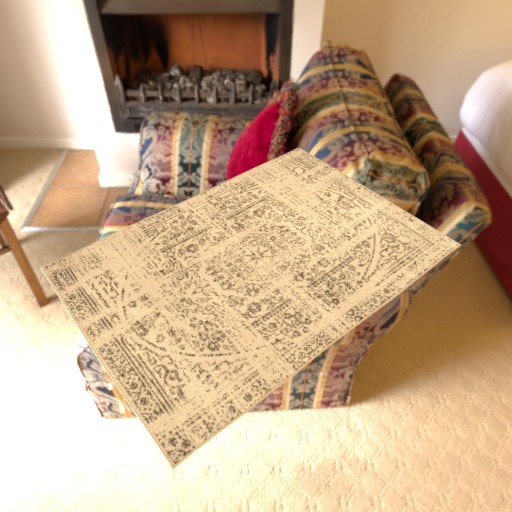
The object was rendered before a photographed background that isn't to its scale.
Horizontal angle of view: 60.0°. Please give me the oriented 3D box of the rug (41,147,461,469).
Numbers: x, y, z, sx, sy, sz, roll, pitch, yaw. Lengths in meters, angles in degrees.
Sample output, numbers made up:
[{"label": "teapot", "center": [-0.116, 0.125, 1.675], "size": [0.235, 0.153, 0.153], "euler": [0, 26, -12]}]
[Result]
[{"label": "rug", "center": [0.000, 0.000, 3.103], "size": [2.438, 0.026, 1.706], "euler": [-30, 52, -27]}]
